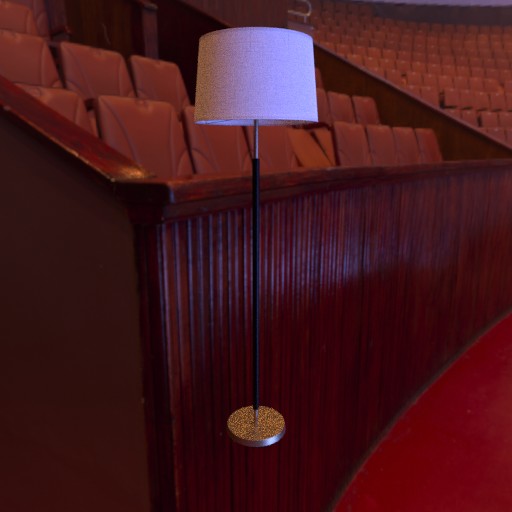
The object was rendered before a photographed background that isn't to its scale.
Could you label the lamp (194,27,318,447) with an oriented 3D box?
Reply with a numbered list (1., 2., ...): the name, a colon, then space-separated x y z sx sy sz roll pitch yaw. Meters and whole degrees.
1. lamp: 0.000 0.000 1.627 0.420 1.447 0.420 0 14 0
